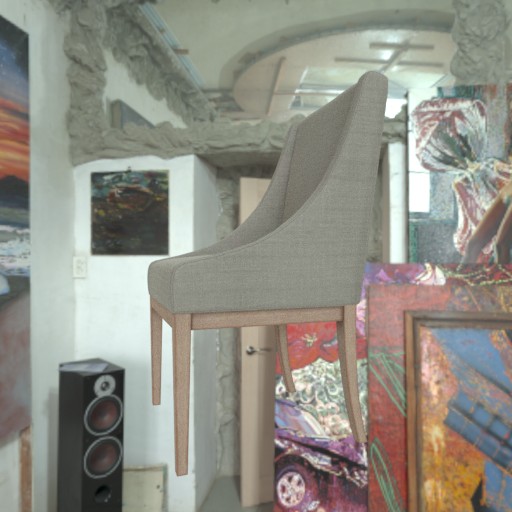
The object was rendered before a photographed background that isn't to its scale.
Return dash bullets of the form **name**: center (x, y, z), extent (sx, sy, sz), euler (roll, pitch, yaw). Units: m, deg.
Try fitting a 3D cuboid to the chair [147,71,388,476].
- **chair**: center (0.000, 0.000, 1.377), extent (0.611, 1.021, 0.575), euler (0, 0, -19)
